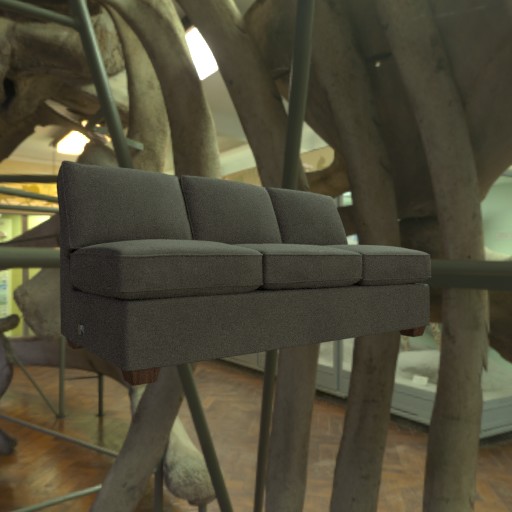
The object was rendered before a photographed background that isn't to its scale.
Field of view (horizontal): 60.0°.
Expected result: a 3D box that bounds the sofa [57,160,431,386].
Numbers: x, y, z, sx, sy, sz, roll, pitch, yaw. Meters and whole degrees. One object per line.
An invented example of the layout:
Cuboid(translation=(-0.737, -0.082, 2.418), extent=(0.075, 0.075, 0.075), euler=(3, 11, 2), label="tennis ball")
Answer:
Cuboid(translation=(0.000, 0.000, 2.531), extent=(1.962, 0.973, 1.027), euler=(0, 0, -36), label="sofa")
